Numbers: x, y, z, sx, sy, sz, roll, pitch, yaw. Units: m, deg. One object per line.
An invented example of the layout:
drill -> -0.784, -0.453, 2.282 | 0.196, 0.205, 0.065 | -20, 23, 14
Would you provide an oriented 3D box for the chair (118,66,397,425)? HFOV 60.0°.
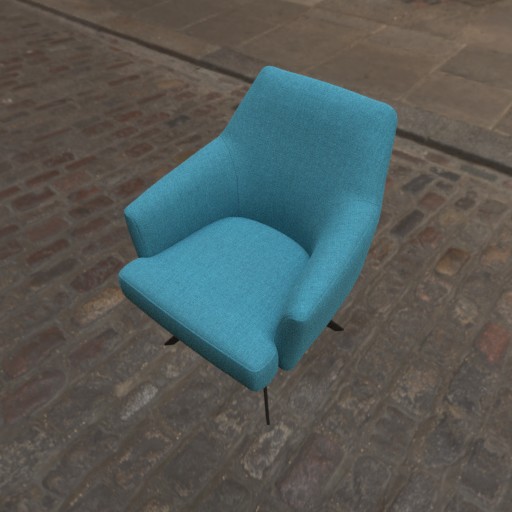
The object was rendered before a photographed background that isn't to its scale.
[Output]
chair -> 0.000, 0.000, 1.367 | 0.642, 0.874, 0.677 | 30, 53, 26
